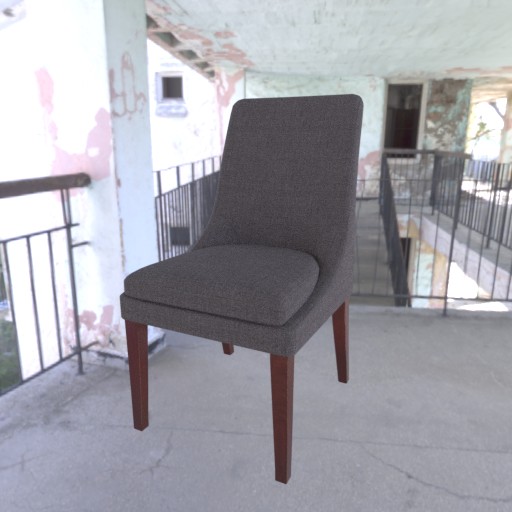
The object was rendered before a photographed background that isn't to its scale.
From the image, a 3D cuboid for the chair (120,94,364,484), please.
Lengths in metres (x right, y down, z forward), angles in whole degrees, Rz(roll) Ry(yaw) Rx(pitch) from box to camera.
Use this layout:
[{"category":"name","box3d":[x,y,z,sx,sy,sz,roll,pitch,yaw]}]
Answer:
[{"category":"chair","box3d":[0.000,0.000,1.335,0.508,0.952,0.655,7,17,26]}]
